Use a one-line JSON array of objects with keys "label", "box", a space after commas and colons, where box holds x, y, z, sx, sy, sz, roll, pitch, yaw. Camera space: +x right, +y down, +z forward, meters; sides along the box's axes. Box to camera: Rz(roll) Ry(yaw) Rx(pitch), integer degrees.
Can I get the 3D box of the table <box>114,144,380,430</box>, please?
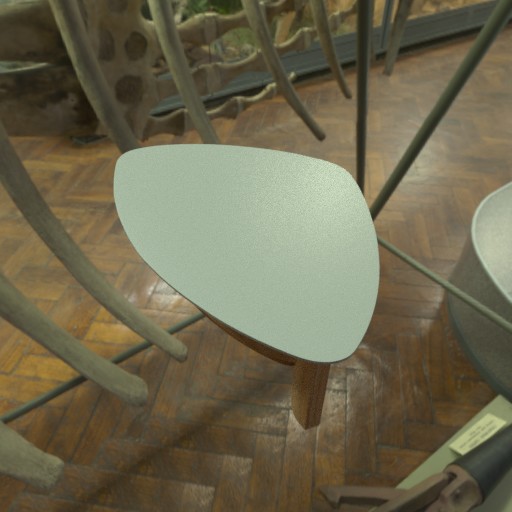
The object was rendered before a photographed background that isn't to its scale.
[{"label": "table", "box": [0.000, 0.000, 1.653, 0.850, 0.440, 1.250, -25, 47, -26]}]
